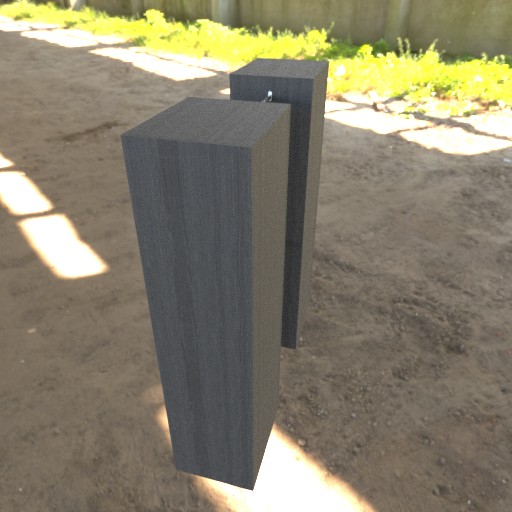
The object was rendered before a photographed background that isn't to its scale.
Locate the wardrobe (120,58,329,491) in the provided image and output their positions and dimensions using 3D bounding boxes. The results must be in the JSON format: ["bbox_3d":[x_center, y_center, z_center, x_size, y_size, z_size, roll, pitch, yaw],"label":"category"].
[{"bbox_3d":[0.000,0.000,2.752,0.480,2.000,1.770,9,33,14],"label":"wardrobe"}]
